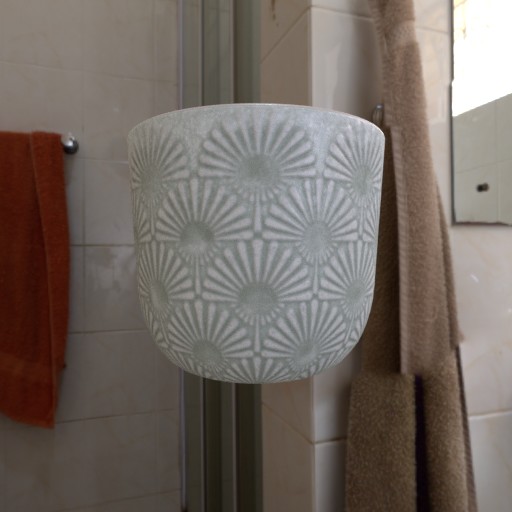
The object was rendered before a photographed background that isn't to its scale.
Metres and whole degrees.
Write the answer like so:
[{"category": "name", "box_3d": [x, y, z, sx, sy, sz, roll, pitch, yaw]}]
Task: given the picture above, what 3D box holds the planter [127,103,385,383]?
[{"category": "planter", "box_3d": [0.000, 0.000, 0.303, 0.170, 0.152, 0.170, 0, 0, 0]}]
